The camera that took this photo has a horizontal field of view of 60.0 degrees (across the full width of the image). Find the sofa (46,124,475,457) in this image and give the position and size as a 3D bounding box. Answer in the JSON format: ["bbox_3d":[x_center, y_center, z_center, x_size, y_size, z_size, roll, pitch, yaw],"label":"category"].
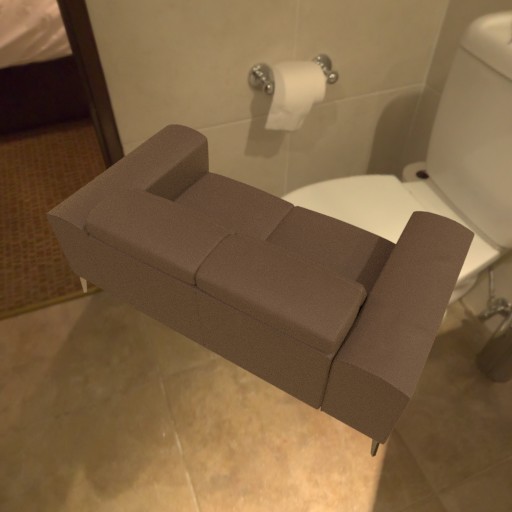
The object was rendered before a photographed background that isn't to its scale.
[{"bbox_3d":[0.000,0.000,2.336,1.895,0.779,1.003,24,52,20],"label":"sofa"}]
